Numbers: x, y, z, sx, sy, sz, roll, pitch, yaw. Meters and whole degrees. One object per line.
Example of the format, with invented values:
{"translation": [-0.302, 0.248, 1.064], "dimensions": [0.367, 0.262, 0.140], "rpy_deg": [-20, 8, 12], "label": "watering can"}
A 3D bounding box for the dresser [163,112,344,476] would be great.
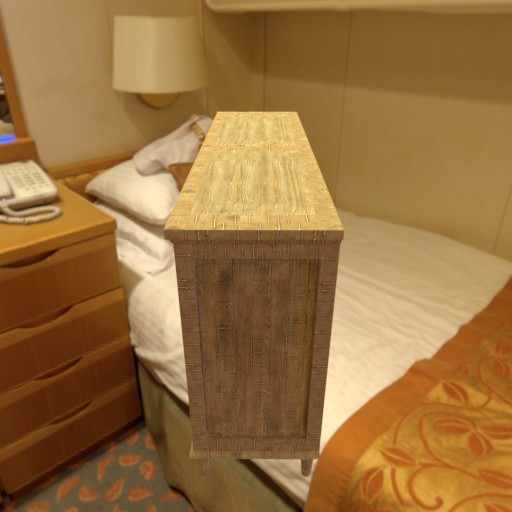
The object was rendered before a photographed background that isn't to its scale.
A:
{"translation": [0.000, 0.000, 2.076], "dimensions": [0.457, 1.016, 1.626], "rpy_deg": [0, 28, 0], "label": "dresser"}
